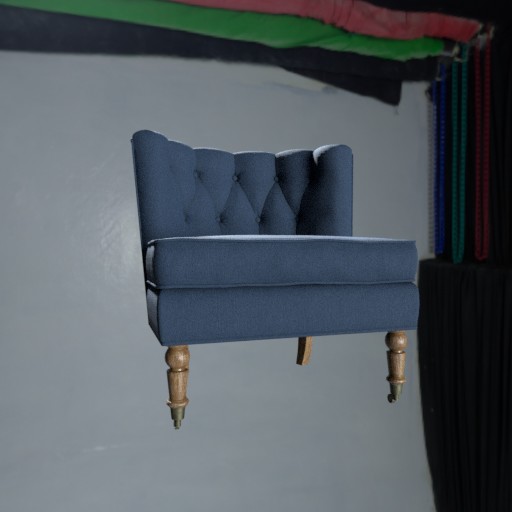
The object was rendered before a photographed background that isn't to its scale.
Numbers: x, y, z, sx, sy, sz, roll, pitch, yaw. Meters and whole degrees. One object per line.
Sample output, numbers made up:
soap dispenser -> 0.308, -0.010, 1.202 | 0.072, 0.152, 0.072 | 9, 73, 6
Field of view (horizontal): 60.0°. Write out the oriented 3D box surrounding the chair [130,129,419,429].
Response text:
chair -> 0.000, 0.000, 1.373 | 0.740, 0.771, 0.718 | 0, 1, -17
